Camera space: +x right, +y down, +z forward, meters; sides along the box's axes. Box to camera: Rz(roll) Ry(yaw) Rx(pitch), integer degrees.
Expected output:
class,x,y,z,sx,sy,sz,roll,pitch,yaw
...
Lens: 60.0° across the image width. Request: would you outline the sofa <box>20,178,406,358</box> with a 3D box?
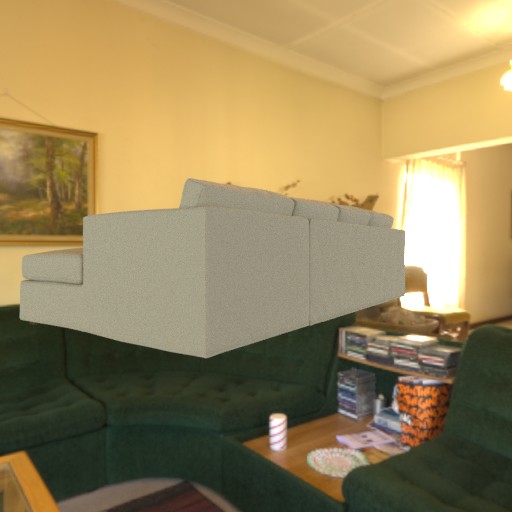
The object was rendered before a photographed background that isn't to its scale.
class,x,y,z,sx,sy,sz,roll,pitch,yaw
sofa,0.000,0.000,3.753,1.622,0.867,3.177,1,1,34
